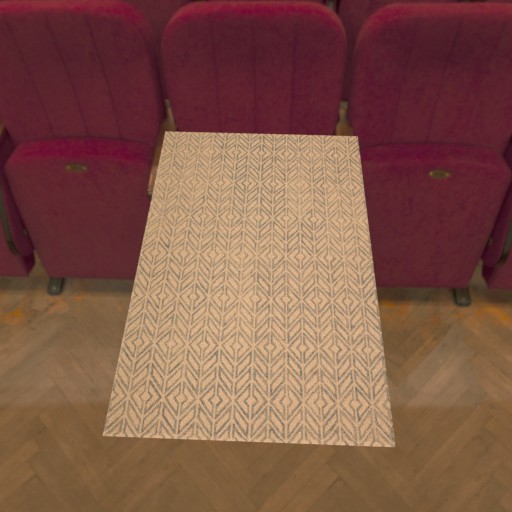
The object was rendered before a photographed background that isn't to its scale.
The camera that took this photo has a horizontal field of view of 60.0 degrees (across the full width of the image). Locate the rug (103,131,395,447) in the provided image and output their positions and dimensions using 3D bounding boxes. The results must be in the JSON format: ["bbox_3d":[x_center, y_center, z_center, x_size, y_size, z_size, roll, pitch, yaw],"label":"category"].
[{"bbox_3d":[0.000,0.000,2.330,1.220,0.008,1.824,2,58,1],"label":"rug"}]
